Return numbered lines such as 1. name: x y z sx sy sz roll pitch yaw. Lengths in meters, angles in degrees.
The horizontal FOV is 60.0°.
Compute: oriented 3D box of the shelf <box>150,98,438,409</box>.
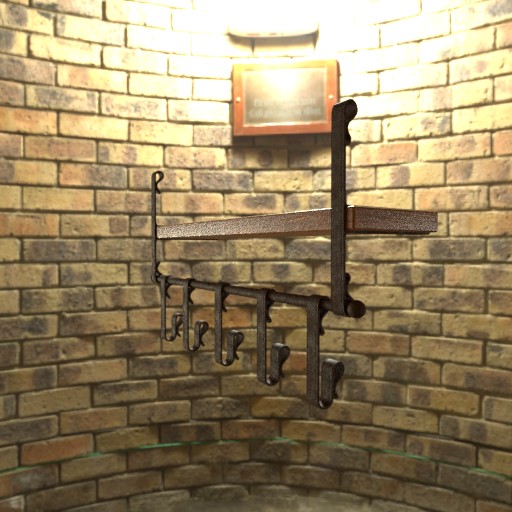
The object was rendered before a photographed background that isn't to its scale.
1. shelf: 0.000 0.000 0.709 0.146 0.330 0.567 -1 1 -34
